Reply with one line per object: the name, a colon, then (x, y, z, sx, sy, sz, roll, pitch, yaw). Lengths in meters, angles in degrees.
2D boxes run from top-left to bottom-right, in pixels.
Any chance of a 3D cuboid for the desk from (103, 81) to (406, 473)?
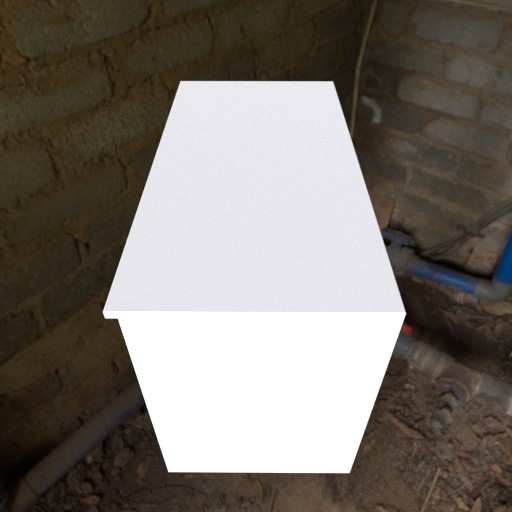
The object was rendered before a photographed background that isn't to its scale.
desk: (0.000, 0.000, 1.469, 0.560, 0.730, 1.100, 0, 43, 0)
